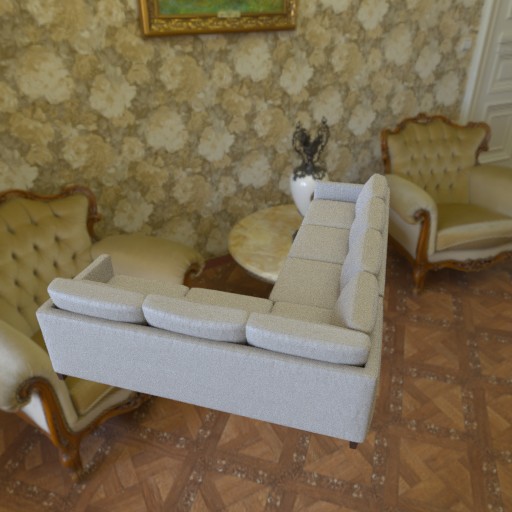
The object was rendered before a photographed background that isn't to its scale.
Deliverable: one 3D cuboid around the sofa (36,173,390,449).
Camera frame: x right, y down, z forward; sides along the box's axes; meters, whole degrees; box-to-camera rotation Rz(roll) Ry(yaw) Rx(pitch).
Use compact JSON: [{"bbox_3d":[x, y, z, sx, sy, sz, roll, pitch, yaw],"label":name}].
[{"bbox_3d":[0.000,0.000,4.464,2.522,0.934,3.333,8,31,14],"label":"sofa"}]
